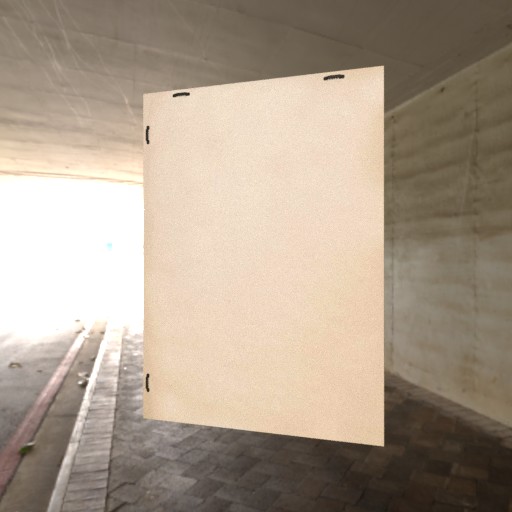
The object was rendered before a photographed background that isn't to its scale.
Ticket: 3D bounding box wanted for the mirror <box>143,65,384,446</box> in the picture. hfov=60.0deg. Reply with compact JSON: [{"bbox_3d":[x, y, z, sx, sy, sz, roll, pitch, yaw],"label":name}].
[{"bbox_3d":[0.000,0.000,0.913,0.507,0.710,0.040,0,0,17],"label":"mirror"}]
